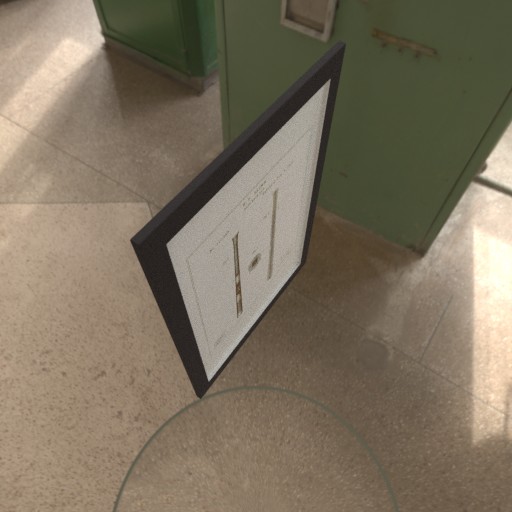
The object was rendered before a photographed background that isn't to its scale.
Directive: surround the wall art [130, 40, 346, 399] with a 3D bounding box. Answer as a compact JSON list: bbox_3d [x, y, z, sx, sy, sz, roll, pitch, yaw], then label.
[{"bbox_3d":[0.000,0.000,0.699,0.012,0.529,0.374,31,63,18],"label":"wall art"}]
